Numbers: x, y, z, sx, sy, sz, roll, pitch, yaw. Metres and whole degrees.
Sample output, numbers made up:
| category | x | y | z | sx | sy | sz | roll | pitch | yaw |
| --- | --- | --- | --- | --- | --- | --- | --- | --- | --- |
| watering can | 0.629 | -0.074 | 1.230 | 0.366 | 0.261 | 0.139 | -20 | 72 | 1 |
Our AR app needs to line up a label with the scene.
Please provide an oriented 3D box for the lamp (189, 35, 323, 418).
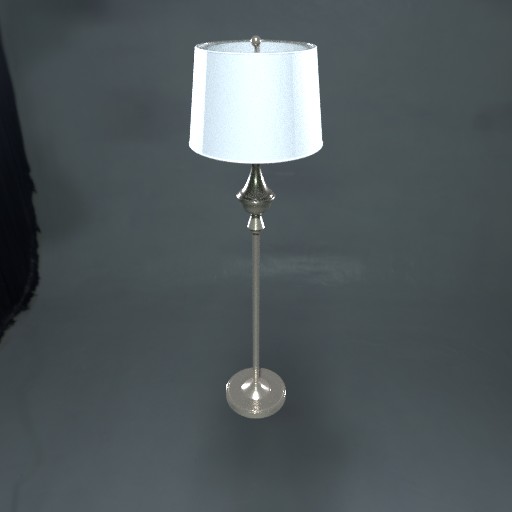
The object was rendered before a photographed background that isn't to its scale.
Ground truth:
| category | x | y | z | sx | sy | sz | roll | pitch | yaw |
| --- | --- | --- | --- | --- | --- | --- | --- | --- | --- |
| lamp | 0.000 | 0.000 | 1.665 | 0.431 | 1.488 | 0.431 | 0 | 31 | 0 |
